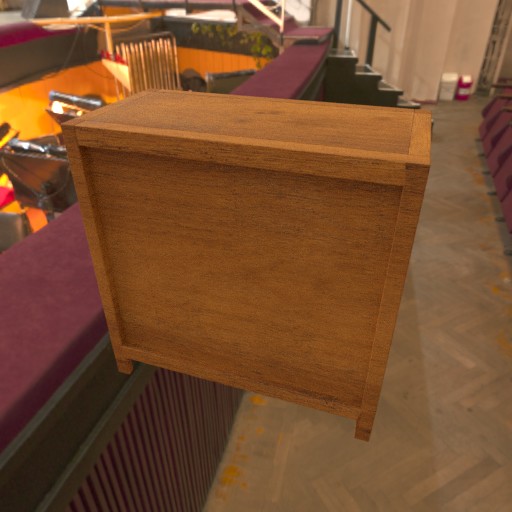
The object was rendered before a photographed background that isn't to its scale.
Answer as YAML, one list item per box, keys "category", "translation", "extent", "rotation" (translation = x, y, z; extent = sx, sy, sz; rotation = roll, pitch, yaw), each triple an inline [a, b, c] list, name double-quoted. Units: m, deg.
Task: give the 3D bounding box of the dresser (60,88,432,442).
- category: "dresser"
  translation: [0.000, 0.000, 1.286]
  extent: [0.804, 0.804, 0.427]
  rotation: [10, 34, 16]
